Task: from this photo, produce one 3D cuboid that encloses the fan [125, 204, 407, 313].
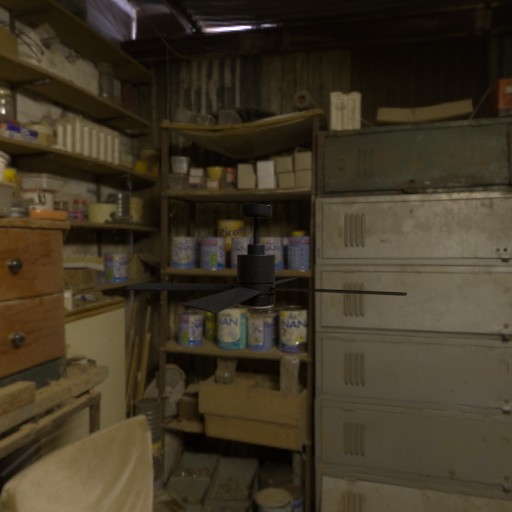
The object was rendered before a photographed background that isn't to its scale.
[{"bbox_3d":[0.000,0.000,2.358,1.525,0.534,1.525,0,1,17],"label":"fan"}]
